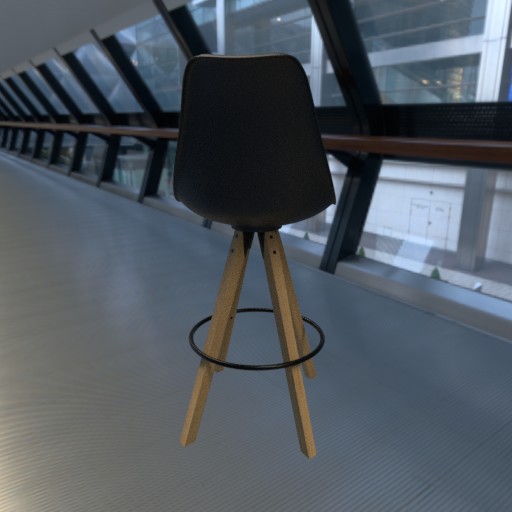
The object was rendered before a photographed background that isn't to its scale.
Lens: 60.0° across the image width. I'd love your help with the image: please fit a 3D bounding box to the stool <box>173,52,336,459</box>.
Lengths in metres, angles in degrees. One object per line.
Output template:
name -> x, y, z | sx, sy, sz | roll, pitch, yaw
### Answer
stool -> 0.000, 0.000, 1.417 | 0.485, 1.115, 0.550 | 2, 16, 7
